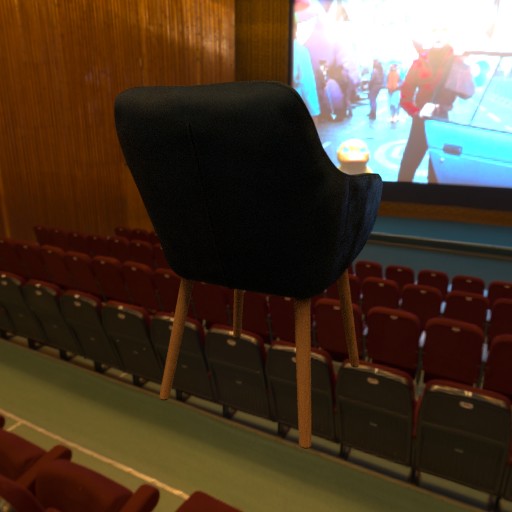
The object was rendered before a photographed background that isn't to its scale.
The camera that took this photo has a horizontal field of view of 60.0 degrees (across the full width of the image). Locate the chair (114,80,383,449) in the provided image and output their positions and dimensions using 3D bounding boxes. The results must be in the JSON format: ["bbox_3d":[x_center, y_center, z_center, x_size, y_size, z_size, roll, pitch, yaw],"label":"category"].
[{"bbox_3d":[0.000,0.000,1.192,0.578,0.826,0.573,8,18,26],"label":"chair"}]
